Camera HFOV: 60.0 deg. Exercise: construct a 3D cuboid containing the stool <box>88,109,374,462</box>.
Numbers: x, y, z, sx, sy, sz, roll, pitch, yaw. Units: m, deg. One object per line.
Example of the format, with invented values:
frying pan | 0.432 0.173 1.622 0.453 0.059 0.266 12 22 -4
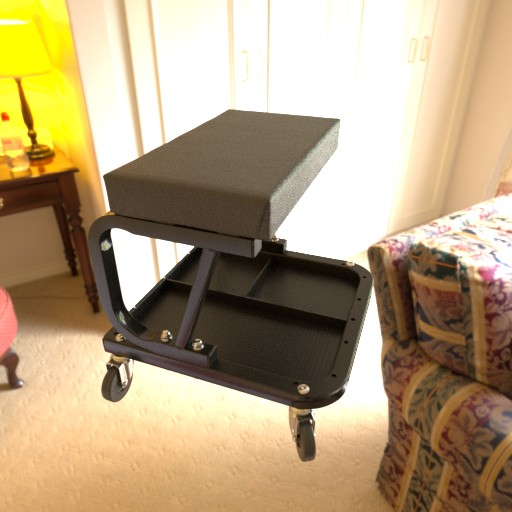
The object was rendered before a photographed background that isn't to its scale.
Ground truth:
stool | 0.000 0.000 0.727 0.371 0.380 0.446 11 33 18
